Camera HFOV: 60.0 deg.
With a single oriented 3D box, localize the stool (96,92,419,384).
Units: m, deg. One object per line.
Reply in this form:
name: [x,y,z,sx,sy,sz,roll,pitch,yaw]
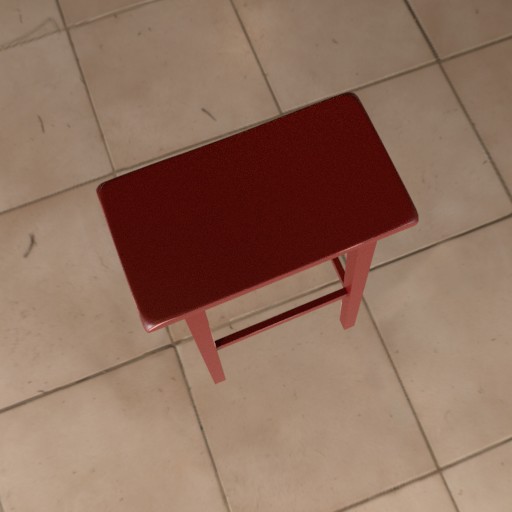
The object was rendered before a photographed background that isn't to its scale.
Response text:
stool: [0.000,0.000,1.032,0.457,0.737,0.476,-22,78,-5]
